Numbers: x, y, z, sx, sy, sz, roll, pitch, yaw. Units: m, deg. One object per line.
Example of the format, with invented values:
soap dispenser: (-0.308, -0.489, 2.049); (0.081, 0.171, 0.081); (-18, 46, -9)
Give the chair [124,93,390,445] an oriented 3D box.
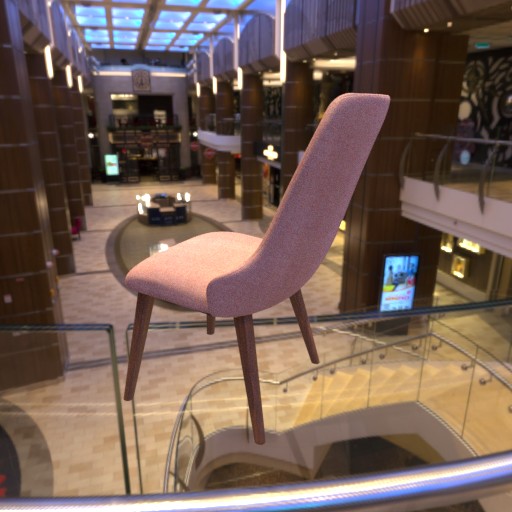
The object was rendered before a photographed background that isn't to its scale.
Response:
chair: (0.000, 0.000, 1.352); (0.707, 0.918, 0.535); (9, 20, 26)
